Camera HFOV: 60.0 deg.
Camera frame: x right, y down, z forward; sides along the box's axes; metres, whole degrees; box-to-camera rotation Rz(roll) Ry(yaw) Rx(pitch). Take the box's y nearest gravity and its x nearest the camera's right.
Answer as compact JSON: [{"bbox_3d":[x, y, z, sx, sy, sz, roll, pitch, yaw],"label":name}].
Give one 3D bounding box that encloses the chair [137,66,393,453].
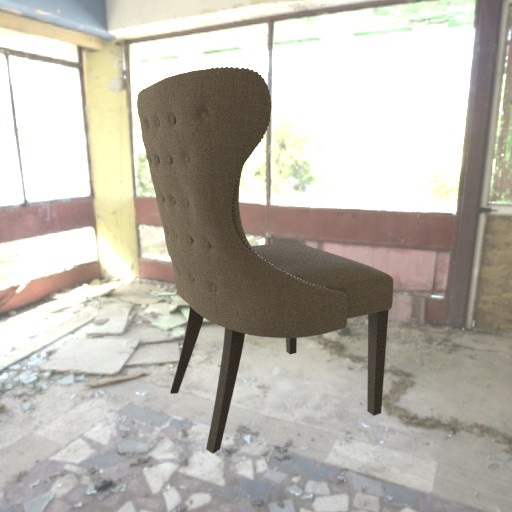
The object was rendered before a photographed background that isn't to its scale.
[{"bbox_3d":[0.000,0.000,1.348,0.635,0.967,0.628,-7,15,-27],"label":"chair"}]
